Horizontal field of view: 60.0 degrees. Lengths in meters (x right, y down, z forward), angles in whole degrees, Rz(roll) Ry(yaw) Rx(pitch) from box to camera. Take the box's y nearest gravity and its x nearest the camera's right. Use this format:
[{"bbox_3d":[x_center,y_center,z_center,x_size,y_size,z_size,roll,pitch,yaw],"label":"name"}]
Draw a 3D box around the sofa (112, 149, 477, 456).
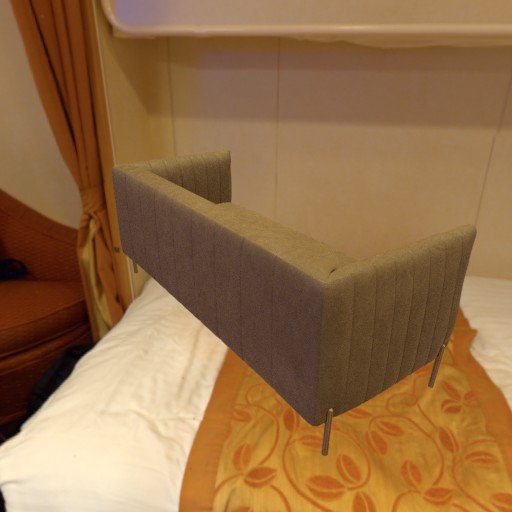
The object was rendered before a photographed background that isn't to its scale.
[{"bbox_3d":[0.000,0.000,2.431,0.876,0.779,1.980,-17,30,-32],"label":"sofa"}]
